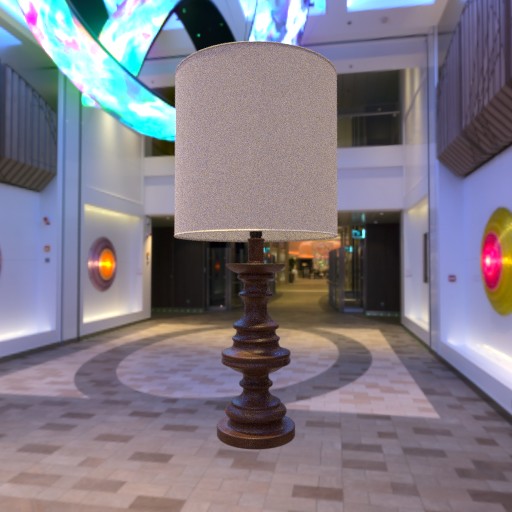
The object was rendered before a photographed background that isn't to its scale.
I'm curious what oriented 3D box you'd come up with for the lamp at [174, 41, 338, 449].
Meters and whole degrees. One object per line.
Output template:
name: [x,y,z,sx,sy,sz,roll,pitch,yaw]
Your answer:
lamp: [0.000,0.000,0.573,0.208,0.455,0.208,1,-2,-36]
